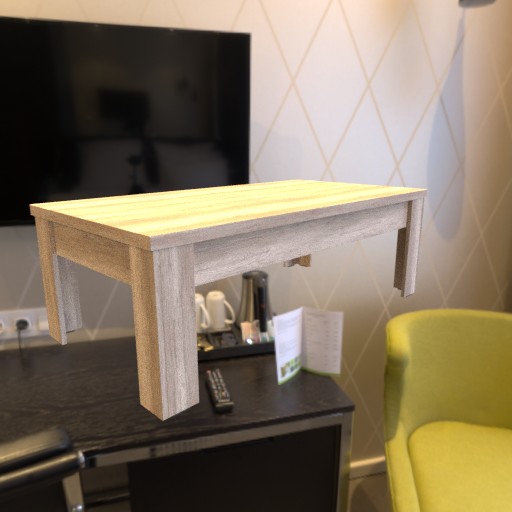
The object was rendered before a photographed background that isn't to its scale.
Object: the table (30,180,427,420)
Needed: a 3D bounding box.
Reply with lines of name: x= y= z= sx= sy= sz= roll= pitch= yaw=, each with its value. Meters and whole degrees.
table: x=0.000 y=0.000 z=1.700 sx=0.700 sy=0.460 sz=1.350 roll=14 pitch=20 yaw=43
